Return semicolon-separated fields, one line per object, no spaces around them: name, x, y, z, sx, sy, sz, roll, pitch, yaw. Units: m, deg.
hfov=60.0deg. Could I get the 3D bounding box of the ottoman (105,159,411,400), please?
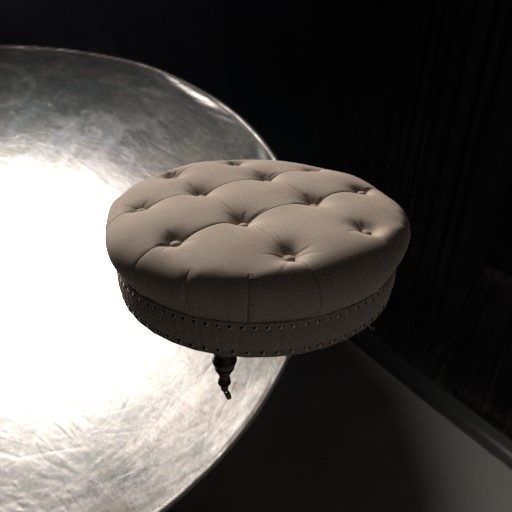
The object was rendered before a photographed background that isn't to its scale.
ottoman;0.000;0.000;1.409;0.901;0.439;0.901;0;29;0
